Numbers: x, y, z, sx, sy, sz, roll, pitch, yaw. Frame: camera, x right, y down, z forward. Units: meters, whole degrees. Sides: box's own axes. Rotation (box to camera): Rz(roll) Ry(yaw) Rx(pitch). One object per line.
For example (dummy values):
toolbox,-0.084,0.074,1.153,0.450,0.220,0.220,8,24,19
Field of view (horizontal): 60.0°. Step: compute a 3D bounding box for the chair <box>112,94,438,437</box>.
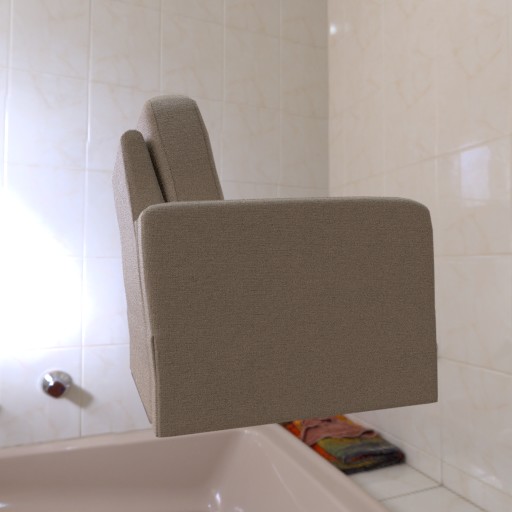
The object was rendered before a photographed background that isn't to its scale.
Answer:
chair,0.000,0.000,1.457,0.888,0.827,0.755,1,-2,-20
